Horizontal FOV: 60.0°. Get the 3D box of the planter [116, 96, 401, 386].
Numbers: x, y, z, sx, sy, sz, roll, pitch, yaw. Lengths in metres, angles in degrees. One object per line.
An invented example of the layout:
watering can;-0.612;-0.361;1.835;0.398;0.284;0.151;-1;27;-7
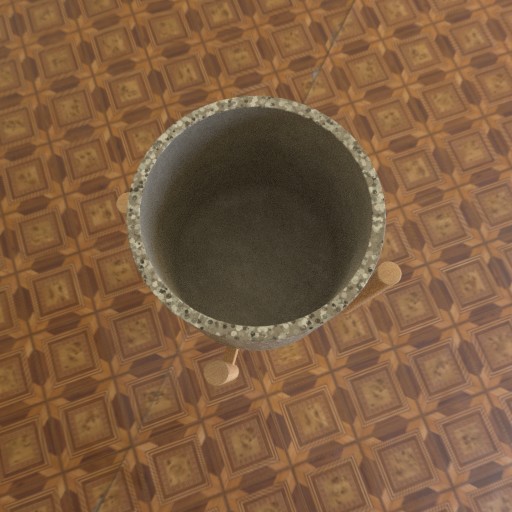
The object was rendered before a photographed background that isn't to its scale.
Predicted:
planter;0.000;0.000;0.535;0.284;0.320;0.284;37;79;9
